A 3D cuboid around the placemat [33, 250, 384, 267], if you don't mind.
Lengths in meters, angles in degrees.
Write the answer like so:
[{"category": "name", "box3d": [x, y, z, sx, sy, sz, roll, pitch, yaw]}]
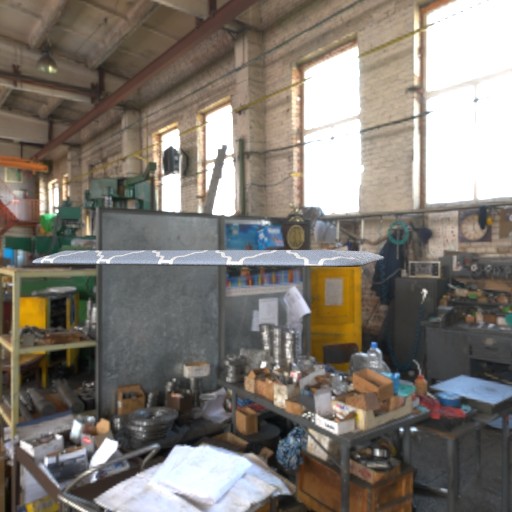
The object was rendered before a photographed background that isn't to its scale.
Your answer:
[{"category": "placemat", "box3d": [0.000, 0.000, 0.962, 0.508, 0.021, 0.762, 0, 0, 18]}]
